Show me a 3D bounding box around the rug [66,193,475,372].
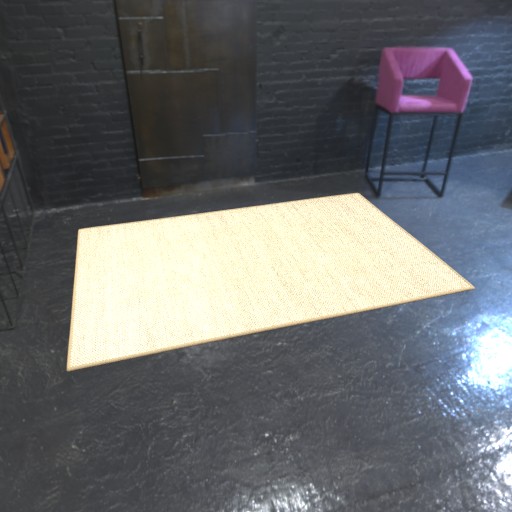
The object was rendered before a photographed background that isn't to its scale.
[{"bbox_3d":[0.000,0.000,2.143,1.667,0.013,1.062,-9,33,-14],"label":"rug"}]
